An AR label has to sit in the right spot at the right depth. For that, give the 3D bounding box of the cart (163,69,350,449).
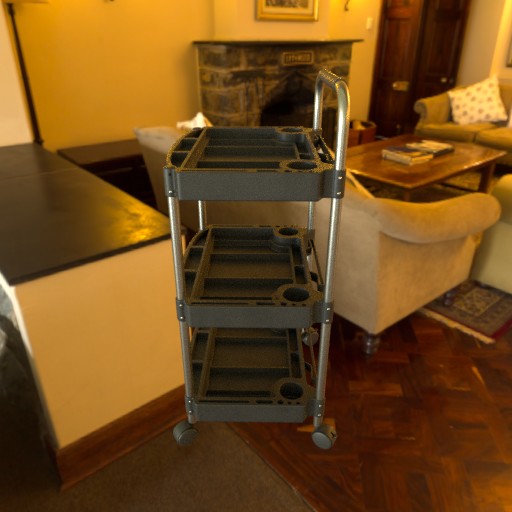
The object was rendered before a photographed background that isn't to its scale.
[{"bbox_3d":[0.000,0.000,1.405,0.518,1.075,0.584,0,27,1],"label":"cart"}]
